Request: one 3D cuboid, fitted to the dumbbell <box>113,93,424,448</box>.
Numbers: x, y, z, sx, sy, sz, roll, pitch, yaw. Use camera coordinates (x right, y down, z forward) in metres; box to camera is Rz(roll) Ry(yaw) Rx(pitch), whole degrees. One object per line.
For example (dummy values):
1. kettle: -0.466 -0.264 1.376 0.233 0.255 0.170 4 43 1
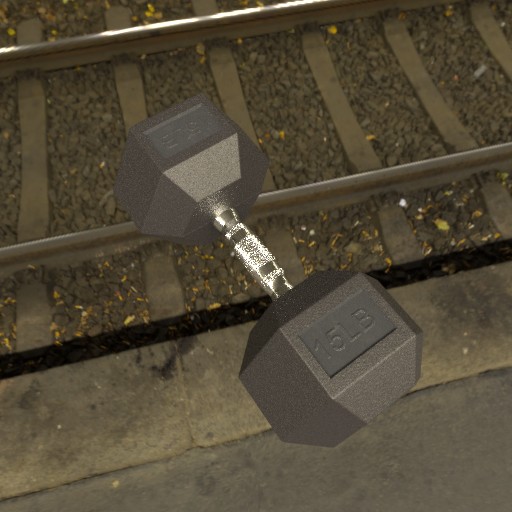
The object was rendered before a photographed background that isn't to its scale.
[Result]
1. dumbbell: 0.000 0.000 0.332 0.122 0.106 0.271 -32 68 -15
